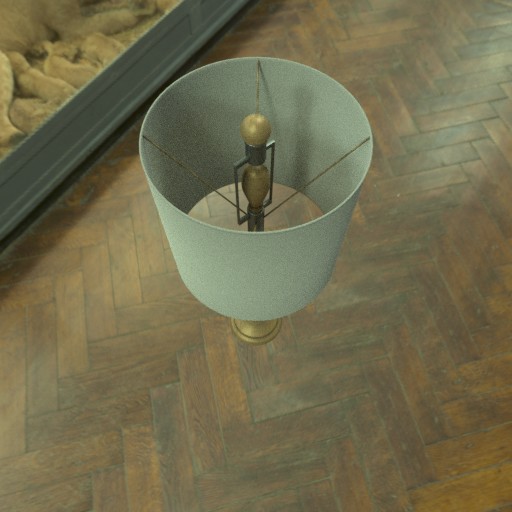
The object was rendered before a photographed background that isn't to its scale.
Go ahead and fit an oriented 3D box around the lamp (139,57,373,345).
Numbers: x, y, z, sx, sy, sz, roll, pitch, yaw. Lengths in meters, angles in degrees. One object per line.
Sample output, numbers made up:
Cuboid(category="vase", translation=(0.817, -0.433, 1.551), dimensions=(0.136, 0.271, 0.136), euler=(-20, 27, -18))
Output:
Cuboid(category="lamp", translation=(0.000, 0.000, 0.720), dimensions=(0.250, 0.597, 0.250), euler=(1, 62, 0))
